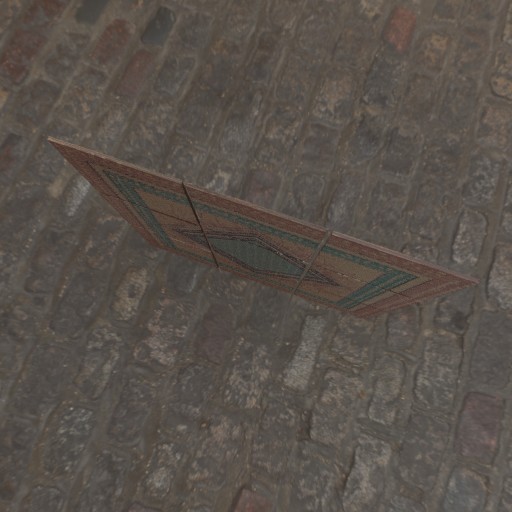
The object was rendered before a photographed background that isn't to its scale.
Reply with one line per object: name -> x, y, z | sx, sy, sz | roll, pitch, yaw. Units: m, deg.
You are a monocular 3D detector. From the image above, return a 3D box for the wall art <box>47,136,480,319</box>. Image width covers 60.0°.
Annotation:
wall art -> 0.000, 0.000, 2.225 | 1.527, 1.525, 0.014 | 19, 78, 4
